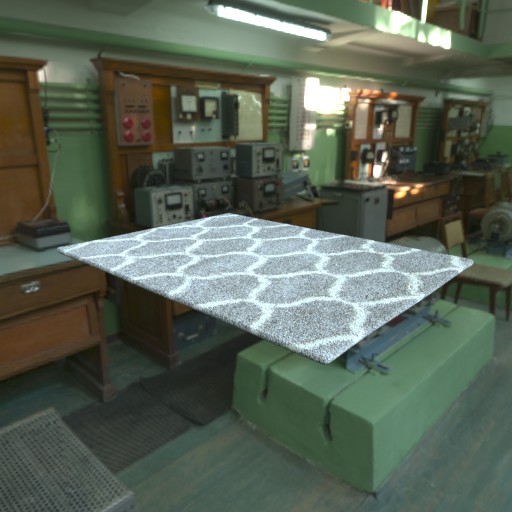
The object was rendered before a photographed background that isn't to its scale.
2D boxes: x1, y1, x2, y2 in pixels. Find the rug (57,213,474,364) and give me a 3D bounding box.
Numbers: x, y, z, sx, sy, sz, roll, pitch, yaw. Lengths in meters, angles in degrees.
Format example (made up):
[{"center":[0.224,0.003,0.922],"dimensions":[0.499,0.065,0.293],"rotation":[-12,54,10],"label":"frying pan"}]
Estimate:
[{"center":[0.000,0.000,2.107],"dimensions":[1.600,0.025,1.200],"rotation":[15,22,40],"label":"rug"}]
